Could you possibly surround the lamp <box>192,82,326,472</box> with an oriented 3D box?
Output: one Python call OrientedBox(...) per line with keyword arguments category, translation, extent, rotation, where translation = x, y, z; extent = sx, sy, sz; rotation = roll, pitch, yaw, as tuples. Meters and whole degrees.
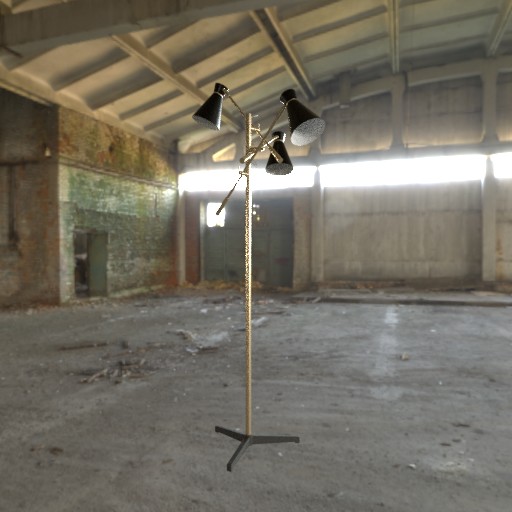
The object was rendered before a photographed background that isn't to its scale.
OrientedBox(category="lamp", translation=(0.000, 0.000, 2.157), extent=(0.750, 1.804, 0.653), rotation=(0, 0, 18))
